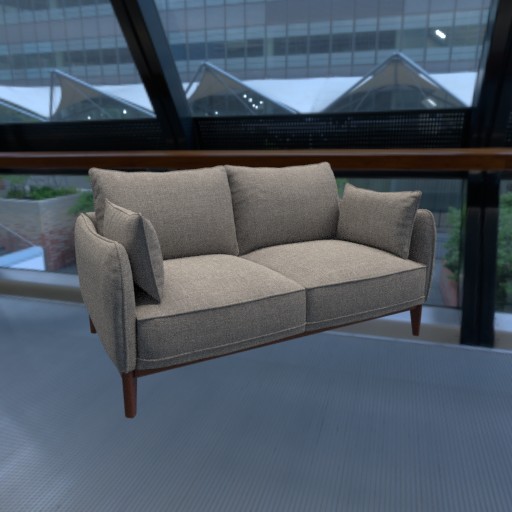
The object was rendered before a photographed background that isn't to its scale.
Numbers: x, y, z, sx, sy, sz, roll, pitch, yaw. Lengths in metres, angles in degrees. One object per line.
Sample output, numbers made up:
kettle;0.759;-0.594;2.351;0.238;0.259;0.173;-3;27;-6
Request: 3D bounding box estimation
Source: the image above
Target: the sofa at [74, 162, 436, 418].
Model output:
sofa;0.000;0.000;2.179;1.580;0.851;0.972;-8;17;-27
